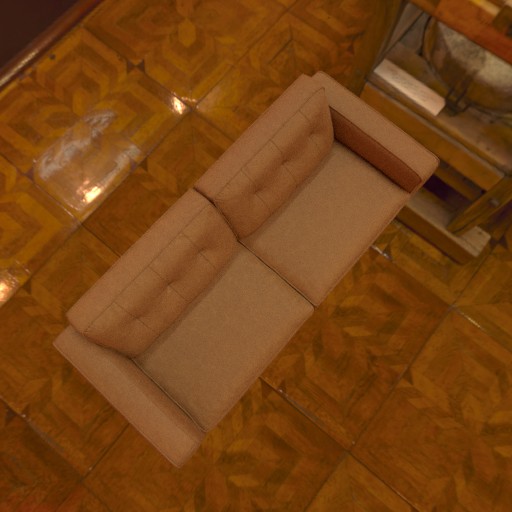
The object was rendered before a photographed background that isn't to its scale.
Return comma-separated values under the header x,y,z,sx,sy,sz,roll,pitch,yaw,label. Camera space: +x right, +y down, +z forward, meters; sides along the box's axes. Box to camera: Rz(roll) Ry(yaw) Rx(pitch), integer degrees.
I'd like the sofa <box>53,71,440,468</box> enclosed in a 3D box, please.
x,y,z,sx,sy,sz,roll,pitch,yaw,label
0.000,0.000,2.648,0.953,0.780,2.270,41,79,9,sofa
